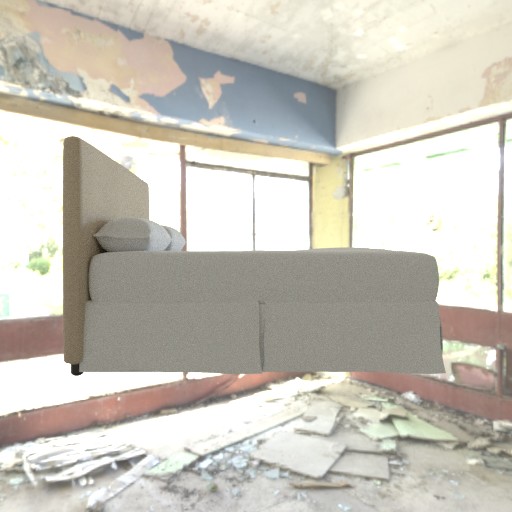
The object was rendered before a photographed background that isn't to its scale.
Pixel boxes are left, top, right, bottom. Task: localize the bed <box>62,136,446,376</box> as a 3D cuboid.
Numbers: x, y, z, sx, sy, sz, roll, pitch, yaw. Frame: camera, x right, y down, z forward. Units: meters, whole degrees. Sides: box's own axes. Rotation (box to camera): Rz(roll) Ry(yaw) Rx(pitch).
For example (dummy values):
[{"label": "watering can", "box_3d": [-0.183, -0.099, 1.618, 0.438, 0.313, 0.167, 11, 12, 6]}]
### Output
[{"label": "bed", "box_3d": [0.000, 0.000, 3.247, 2.142, 1.330, 1.723, 0, 0, -1]}]
